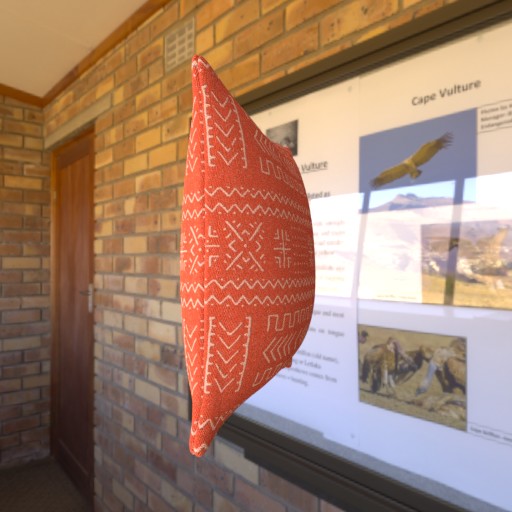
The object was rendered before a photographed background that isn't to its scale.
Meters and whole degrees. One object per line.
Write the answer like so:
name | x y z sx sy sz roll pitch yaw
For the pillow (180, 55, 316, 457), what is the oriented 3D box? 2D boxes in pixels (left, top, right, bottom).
pillow | 0.000 0.000 0.663 0.164 0.429 0.438 0 -1 17
